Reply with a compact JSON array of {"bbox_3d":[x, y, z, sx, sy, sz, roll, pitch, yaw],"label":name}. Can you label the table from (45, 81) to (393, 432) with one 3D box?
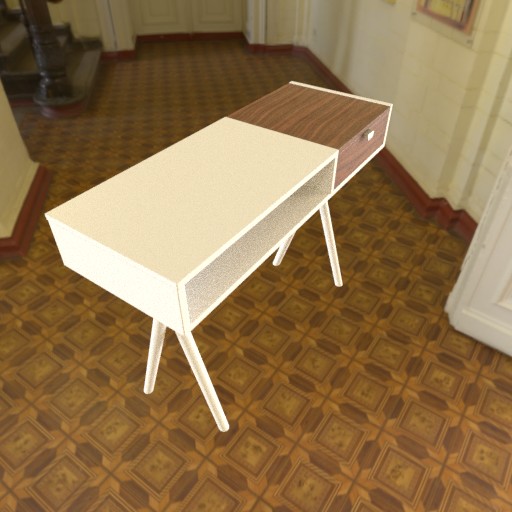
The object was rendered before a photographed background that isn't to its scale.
[{"bbox_3d":[0.000,0.000,1.494,0.418,0.785,1.066,24,46,26],"label":"table"}]
